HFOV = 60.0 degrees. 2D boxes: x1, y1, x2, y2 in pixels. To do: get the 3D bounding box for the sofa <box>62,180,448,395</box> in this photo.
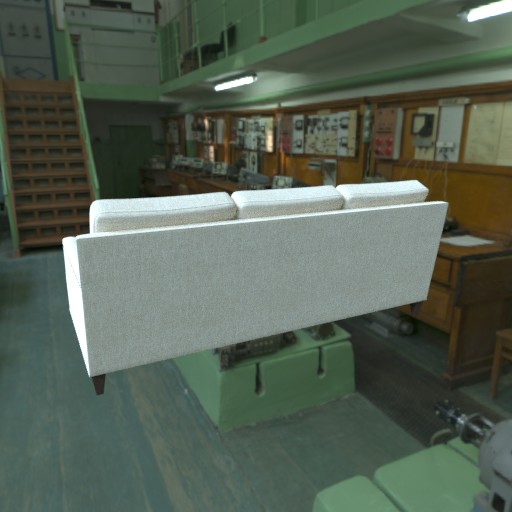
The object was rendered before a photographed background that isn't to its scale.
[{"bbox_3d":[0.000,0.000,2.844,2.210,0.940,1.041,-8,17,-26],"label":"sofa"}]
